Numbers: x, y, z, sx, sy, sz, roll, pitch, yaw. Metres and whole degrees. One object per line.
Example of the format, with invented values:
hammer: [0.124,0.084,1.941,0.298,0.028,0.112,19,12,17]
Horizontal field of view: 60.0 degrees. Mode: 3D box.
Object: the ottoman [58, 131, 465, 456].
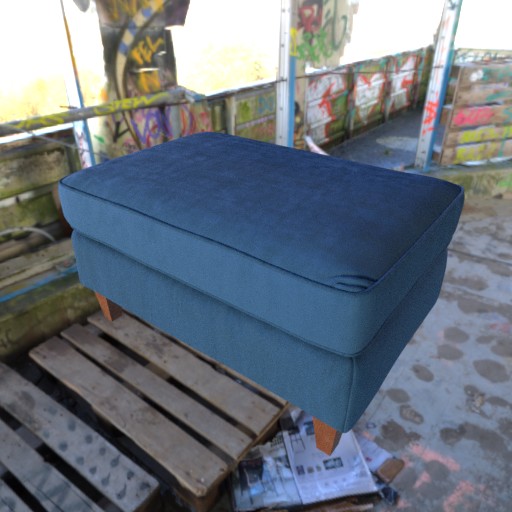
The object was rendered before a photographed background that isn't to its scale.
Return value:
ottoman: [0.000,0.000,1.177,0.862,0.484,0.583,21,37,32]
